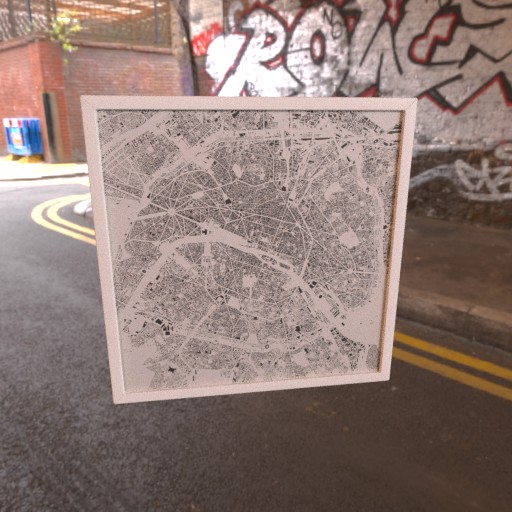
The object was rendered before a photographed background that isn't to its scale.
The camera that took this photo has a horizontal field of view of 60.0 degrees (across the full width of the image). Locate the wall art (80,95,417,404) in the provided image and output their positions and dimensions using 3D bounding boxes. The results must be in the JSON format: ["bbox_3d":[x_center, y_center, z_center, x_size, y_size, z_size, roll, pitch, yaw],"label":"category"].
[{"bbox_3d":[0.000,0.000,0.752,0.508,0.508,0.038,-2,17,-8],"label":"wall art"}]
